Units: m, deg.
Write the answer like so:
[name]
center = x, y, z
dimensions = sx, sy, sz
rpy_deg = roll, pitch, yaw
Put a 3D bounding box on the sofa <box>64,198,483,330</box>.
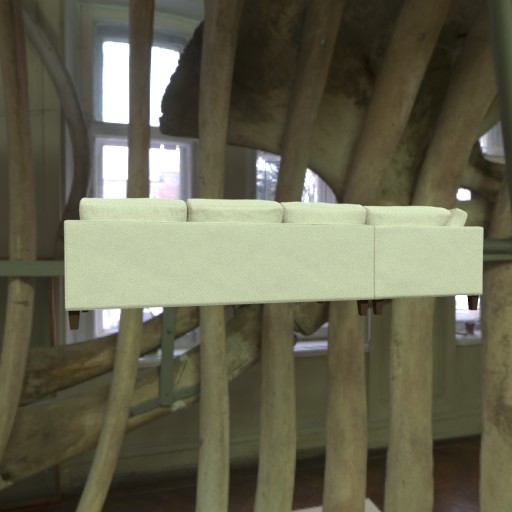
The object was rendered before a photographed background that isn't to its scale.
[sofa]
center = 0.000, 0.000, 4.318
dimensions = 3.182, 0.863, 2.432
rpy_deg = 0, 1, -16
